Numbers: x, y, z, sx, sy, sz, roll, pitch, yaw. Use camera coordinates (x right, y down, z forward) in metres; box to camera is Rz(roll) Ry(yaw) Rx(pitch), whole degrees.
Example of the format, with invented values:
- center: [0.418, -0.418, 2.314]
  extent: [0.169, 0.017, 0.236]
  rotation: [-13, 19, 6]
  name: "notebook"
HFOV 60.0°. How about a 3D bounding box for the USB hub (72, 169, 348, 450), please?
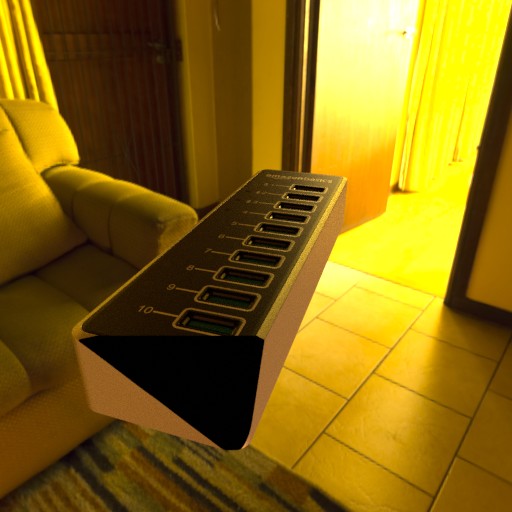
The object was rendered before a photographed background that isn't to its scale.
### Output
- center: [0.000, 0.000, 0.161]
  extent: [0.044, 0.023, 0.145]
  rotation: [9, 28, 17]
  name: "USB hub"
